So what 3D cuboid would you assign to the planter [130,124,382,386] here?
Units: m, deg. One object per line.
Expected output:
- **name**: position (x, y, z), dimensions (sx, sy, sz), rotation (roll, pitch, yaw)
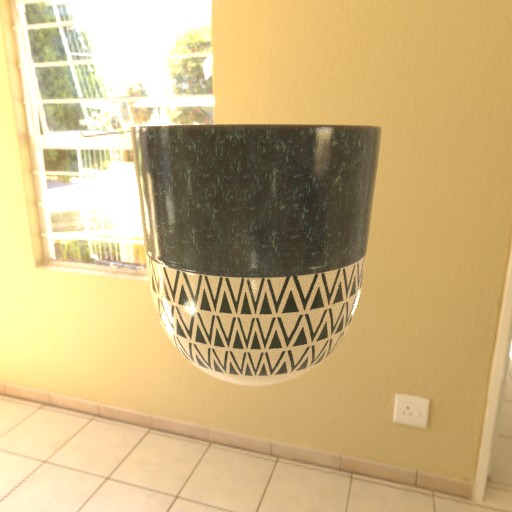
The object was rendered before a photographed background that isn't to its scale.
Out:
- **planter**: position (0.000, 0.000, 0.383), dimensions (0.195, 0.214, 0.195), rotation (0, 15, 0)
